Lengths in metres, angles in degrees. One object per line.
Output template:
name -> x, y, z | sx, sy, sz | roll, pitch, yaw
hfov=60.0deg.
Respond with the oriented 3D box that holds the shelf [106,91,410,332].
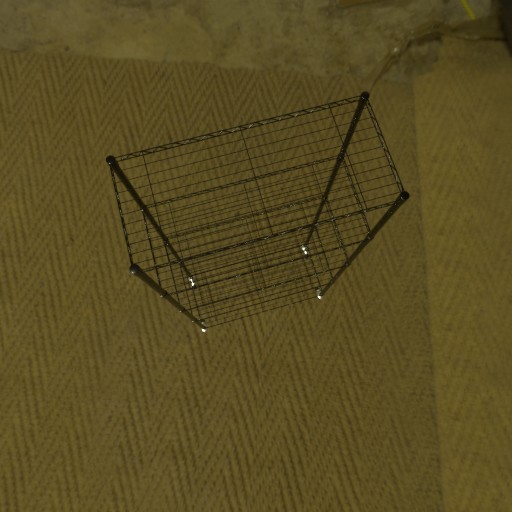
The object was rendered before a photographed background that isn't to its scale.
shelf -> 0.000, 0.000, 1.966 | 0.762, 1.645, 0.356 | -15, 76, -4
